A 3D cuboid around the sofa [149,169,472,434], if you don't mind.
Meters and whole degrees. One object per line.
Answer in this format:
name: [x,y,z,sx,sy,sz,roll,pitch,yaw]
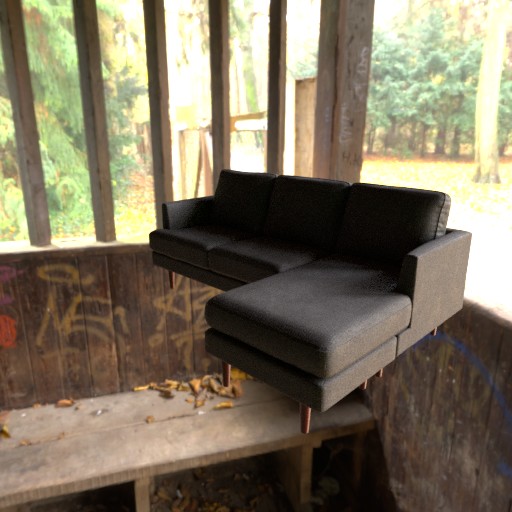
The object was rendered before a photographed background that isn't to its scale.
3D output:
sofa: [0.000,0.000,2.977,2.233,0.956,1.504,16,23,42]
